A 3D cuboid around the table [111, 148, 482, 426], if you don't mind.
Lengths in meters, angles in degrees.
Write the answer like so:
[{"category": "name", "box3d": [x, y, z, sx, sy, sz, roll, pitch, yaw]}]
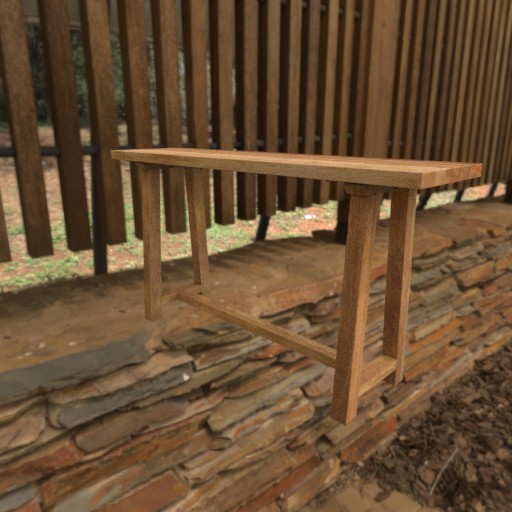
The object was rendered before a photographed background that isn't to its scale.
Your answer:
[{"category": "table", "box3d": [0.000, 0.000, 1.829, 1.524, 0.810, 0.405, 15, 22, 42]}]
